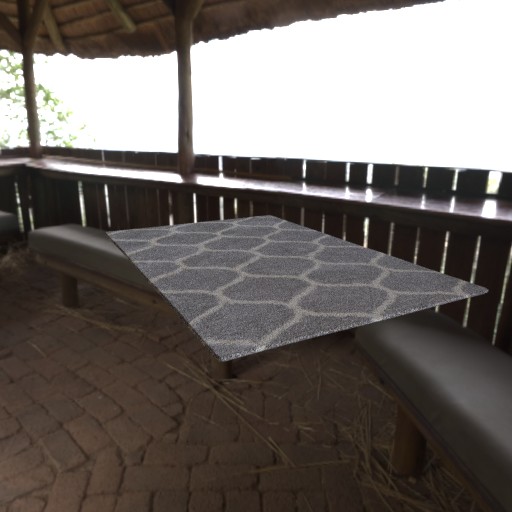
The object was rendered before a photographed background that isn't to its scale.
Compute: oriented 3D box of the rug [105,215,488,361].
[{"bbox_3d":[0.000,0.000,3.439,1.801,0.026,2.701,-8,18,-27],"label":"rug"}]
